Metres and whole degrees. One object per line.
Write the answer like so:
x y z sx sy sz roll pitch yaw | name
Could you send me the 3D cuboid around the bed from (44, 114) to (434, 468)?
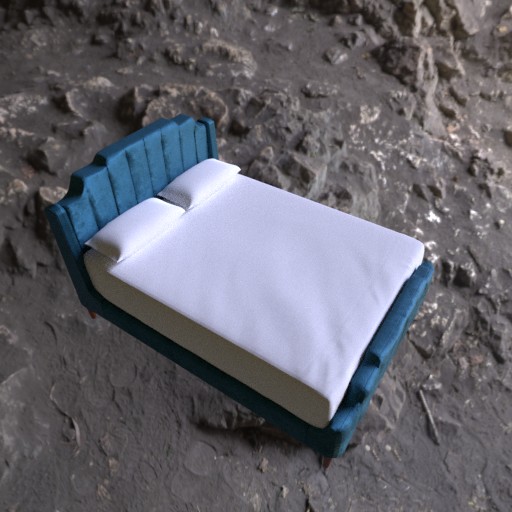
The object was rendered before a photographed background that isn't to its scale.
0.000 0.000 3.309 2.322 1.338 1.678 24 48 24 | bed
